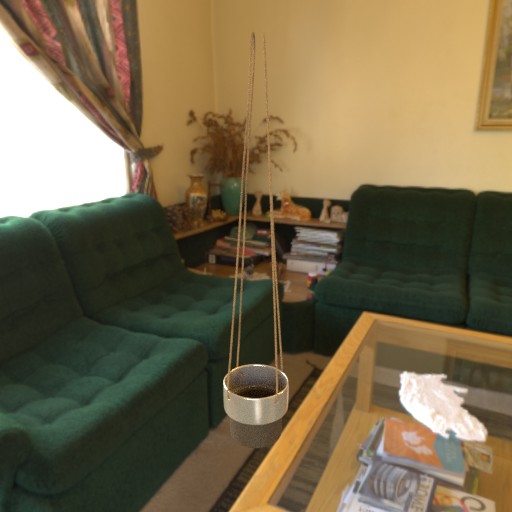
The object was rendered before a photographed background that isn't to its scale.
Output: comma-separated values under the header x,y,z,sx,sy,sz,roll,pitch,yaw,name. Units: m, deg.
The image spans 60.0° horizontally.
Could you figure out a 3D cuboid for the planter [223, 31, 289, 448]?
x,y,z,sx,sy,sz,roll,pitch,yaw,name
0.000,0.000,1.166,0.187,1.073,0.187,2,16,9,planter
